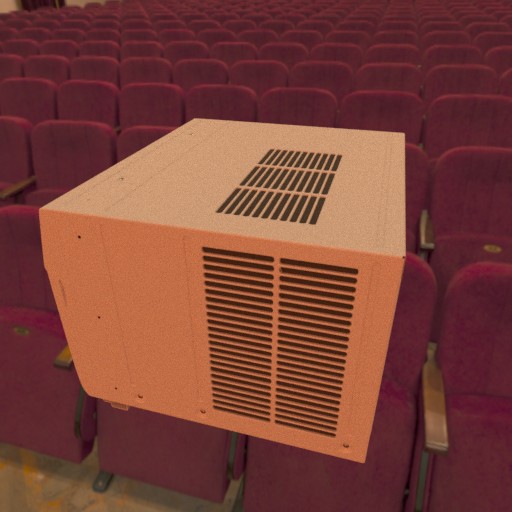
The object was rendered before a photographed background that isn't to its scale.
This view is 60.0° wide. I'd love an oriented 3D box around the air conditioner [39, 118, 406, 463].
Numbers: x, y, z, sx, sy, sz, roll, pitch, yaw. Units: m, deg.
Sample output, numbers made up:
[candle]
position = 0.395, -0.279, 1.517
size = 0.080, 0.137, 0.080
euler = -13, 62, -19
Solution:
[air conditioner]
position = 0.000, 0.000, 1.035
size = 0.599, 0.455, 0.645
euler = 8, 31, 14
